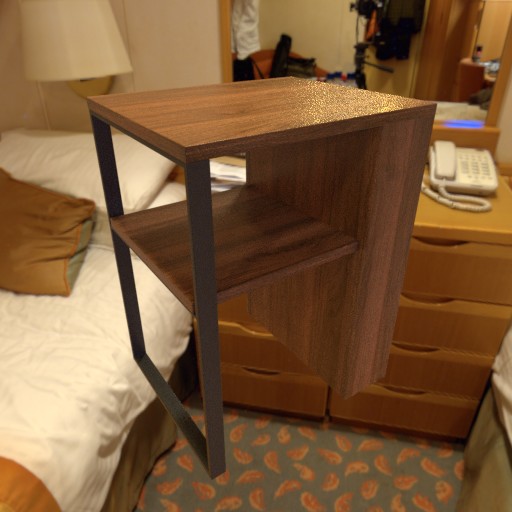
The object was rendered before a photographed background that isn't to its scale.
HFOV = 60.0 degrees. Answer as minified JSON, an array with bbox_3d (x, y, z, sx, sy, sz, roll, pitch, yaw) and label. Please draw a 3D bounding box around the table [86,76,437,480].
[{"bbox_3d":[0.000,0.000,1.543,0.786,1.041,0.660,-19,34,-30],"label":"table"}]
